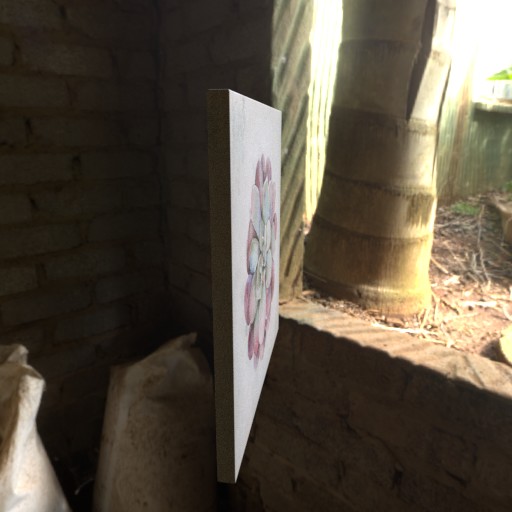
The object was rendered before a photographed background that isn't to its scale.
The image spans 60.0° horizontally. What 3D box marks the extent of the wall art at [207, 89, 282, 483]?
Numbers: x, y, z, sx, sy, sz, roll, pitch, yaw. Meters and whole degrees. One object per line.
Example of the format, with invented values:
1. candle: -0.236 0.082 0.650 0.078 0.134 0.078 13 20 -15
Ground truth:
1. wall art: 0.000 0.000 1.173 0.041 0.762 0.762 3 16 9
